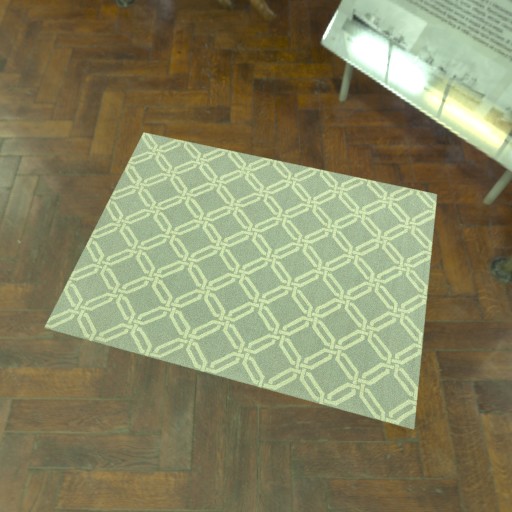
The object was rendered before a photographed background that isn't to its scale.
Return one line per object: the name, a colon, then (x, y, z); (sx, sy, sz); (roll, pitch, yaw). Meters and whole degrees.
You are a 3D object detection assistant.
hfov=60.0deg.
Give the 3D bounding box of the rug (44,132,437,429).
rug: (0.000, 0.000, 4.397); (3.353, 0.013, 2.438); (13, 63, 7)
